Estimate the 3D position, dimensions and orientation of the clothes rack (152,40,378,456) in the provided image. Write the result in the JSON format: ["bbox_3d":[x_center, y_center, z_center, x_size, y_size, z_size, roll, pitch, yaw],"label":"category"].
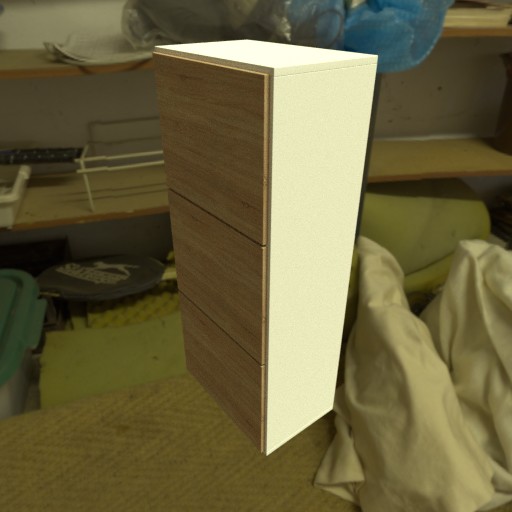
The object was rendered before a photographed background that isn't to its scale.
[{"bbox_3d":[0.000,0.000,1.405,0.331,1.187,0.500,-22,37,-32],"label":"clothes rack"}]
